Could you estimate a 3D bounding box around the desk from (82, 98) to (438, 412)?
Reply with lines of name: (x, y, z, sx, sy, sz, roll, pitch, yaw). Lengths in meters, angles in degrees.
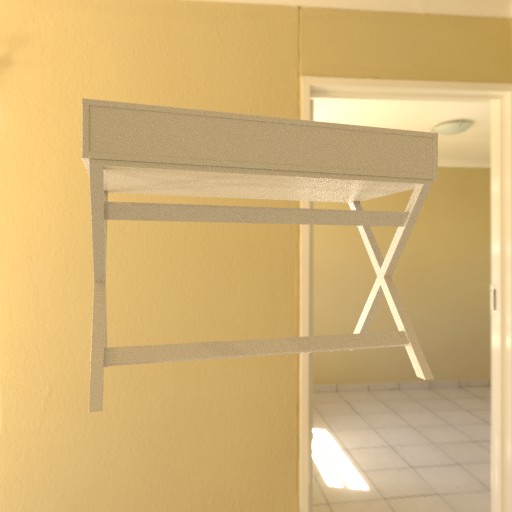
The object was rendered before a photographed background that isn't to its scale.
desk: (0.000, 0.000, 1.494, 1.059, 0.780, 0.509, 0, 0, -17)
